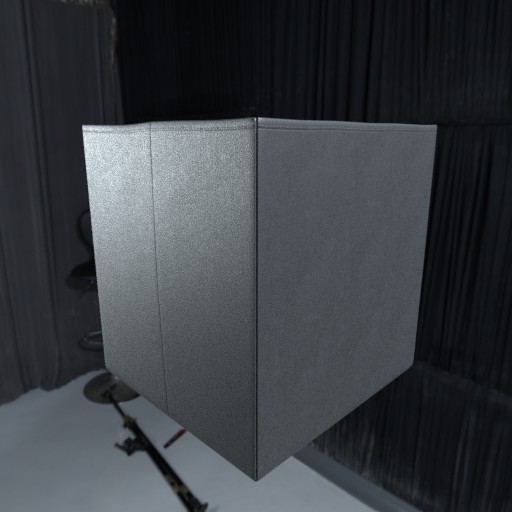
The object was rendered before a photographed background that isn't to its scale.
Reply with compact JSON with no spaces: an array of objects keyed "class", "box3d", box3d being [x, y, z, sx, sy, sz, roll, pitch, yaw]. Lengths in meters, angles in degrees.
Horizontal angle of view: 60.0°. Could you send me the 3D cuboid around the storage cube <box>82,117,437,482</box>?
[{"class":"storage cube","box3d":[0.000,0.000,0.494,0.270,0.280,0.270,-14,21,-43]}]
